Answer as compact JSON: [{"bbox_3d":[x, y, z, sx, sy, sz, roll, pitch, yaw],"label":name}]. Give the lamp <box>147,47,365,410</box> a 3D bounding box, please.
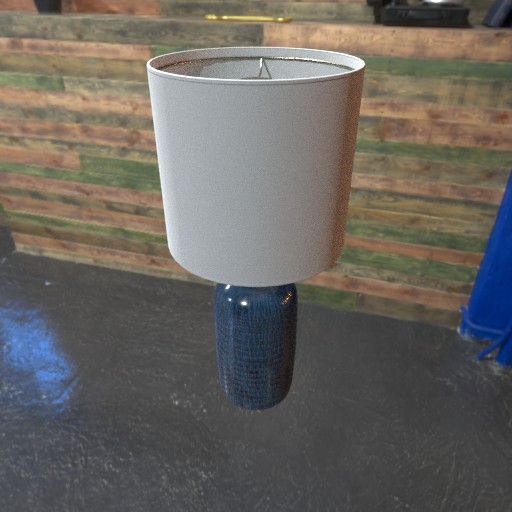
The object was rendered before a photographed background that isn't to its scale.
[{"bbox_3d":[0.000,0.000,0.582,0.220,0.475,0.220,10,33,15],"label":"lamp"}]
